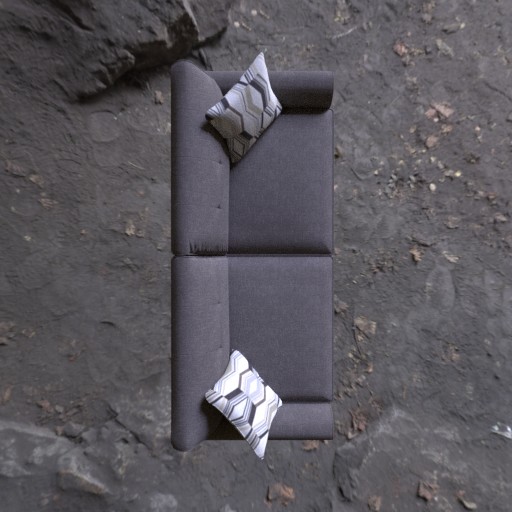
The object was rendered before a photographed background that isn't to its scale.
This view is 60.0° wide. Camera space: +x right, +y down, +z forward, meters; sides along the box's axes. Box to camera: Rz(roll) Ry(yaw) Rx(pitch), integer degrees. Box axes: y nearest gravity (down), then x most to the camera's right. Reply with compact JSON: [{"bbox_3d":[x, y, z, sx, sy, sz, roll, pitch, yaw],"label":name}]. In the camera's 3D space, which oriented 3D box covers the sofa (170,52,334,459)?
[{"bbox_3d":[0.000,0.000,2.507,0.889,0.813,2.032,0,90,0],"label":"sofa"}]
